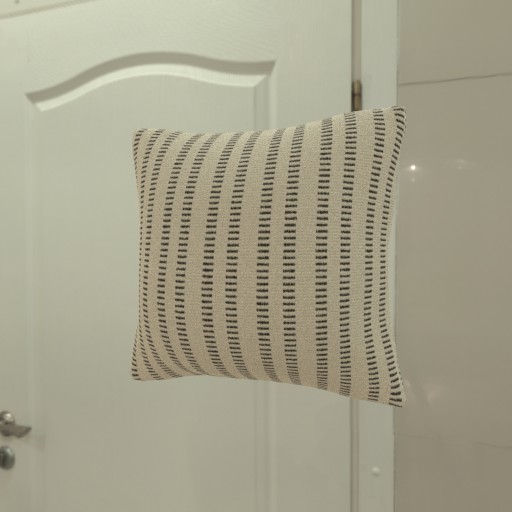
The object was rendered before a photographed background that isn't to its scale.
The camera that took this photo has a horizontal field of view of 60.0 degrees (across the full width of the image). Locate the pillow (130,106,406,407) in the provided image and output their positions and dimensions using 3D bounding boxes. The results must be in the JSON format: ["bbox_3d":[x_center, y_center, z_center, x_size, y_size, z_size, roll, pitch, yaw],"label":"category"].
[{"bbox_3d":[0.000,0.000,0.678,0.438,0.419,0.247,0,1,18],"label":"pillow"}]
